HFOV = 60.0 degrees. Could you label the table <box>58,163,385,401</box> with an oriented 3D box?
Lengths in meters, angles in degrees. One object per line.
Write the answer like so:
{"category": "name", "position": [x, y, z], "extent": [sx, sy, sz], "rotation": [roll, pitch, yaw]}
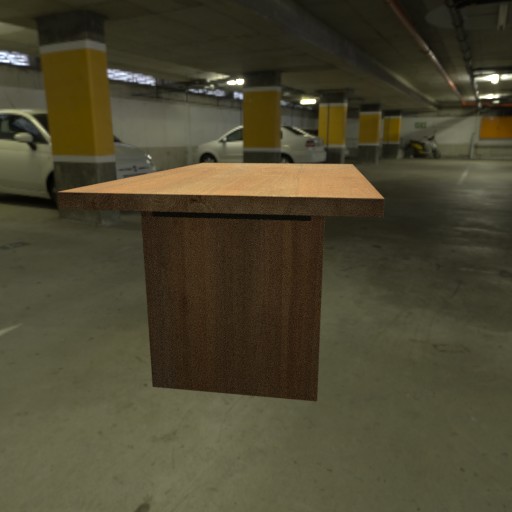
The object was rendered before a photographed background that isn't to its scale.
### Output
{"category": "table", "position": [0.000, 0.000, 2.118], "extent": [0.946, 0.780, 1.609], "rotation": [2, 15, 9]}
